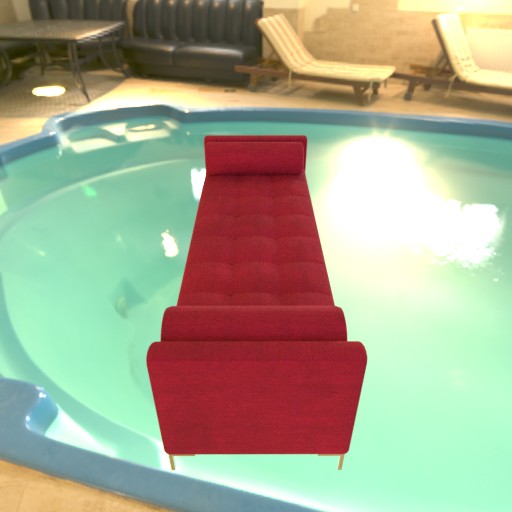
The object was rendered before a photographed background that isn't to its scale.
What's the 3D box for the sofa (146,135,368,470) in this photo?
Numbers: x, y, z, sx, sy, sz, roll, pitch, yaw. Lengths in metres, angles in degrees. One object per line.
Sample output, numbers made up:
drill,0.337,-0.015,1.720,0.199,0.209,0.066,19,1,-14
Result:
sofa,0.000,0.000,2.324,0.686,0.635,1.981,0,35,0
